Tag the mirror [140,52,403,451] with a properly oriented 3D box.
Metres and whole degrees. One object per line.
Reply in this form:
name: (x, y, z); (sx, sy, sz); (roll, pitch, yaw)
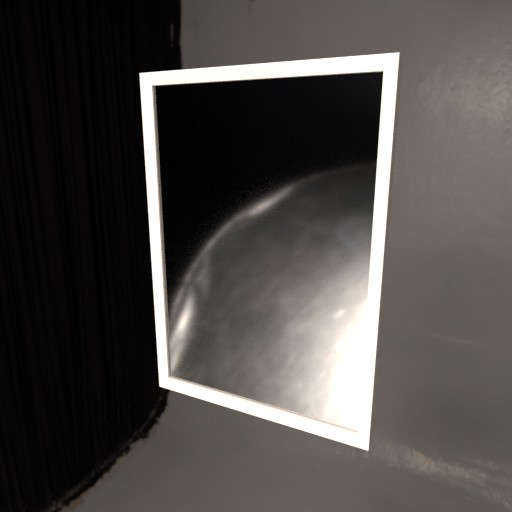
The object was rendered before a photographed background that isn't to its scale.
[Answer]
mirror: (0.000, 0.000, 0.891); (0.507, 0.710, 0.039); (8, 17, 26)
